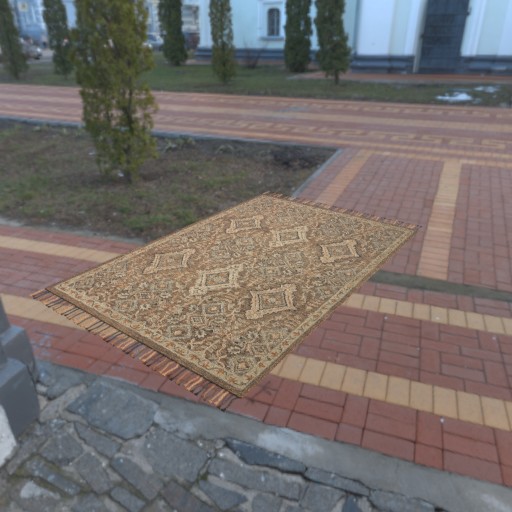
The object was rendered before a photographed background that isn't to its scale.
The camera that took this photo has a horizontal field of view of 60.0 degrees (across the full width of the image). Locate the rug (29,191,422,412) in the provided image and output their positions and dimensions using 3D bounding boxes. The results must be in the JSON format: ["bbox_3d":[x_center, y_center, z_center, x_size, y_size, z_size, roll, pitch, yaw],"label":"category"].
[{"bbox_3d":[0.000,0.000,3.067,1.516,0.010,2.434,18,32,32],"label":"rug"}]
